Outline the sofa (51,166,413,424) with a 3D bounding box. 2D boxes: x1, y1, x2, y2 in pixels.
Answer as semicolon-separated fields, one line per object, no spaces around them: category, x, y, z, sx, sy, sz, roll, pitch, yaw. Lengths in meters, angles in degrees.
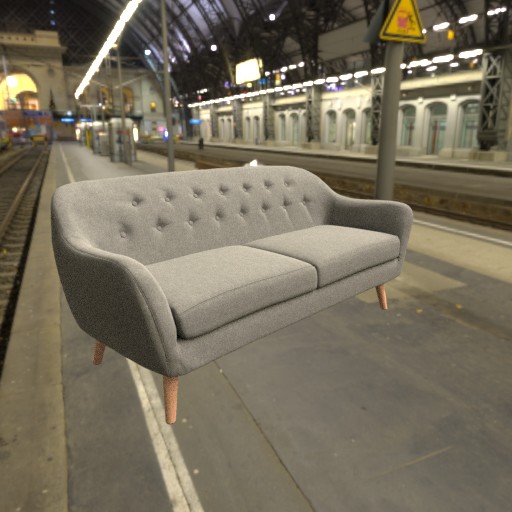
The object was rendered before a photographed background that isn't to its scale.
sofa;0.000;0.000;2.237;1.840;0.820;0.820;-15;22;-43
